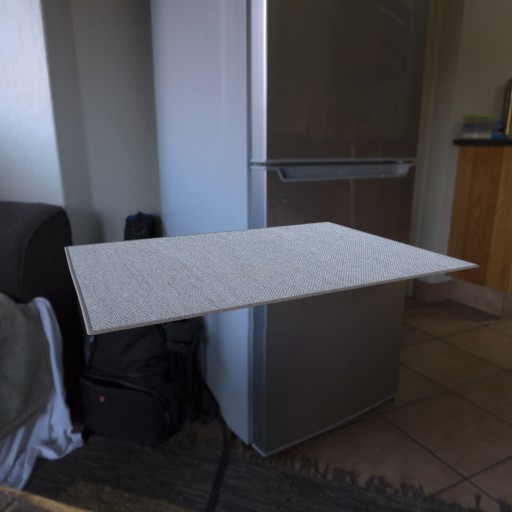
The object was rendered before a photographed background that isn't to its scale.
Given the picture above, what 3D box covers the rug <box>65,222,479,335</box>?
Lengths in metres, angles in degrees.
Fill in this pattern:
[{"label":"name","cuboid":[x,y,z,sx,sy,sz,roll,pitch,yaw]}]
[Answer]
[{"label":"rug","cuboid":[0.000,0.000,2.741,2.115,0.013,1.517,-7,16,-25]}]
